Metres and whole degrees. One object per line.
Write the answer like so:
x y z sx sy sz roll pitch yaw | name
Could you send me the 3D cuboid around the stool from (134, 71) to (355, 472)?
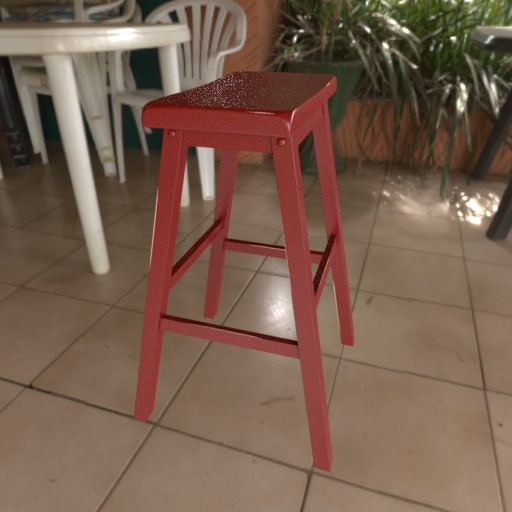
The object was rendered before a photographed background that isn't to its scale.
0.000 0.000 1.020 0.476 0.737 0.457 9 30 15 | stool
